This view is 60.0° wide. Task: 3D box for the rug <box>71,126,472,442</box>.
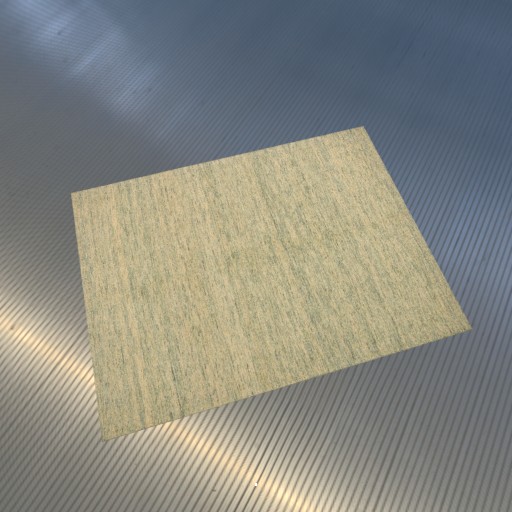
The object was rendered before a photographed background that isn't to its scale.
[{"bbox_3d":[0.000,0.000,4.173,3.201,0.014,2.437,-15,64,-7],"label":"rug"}]
